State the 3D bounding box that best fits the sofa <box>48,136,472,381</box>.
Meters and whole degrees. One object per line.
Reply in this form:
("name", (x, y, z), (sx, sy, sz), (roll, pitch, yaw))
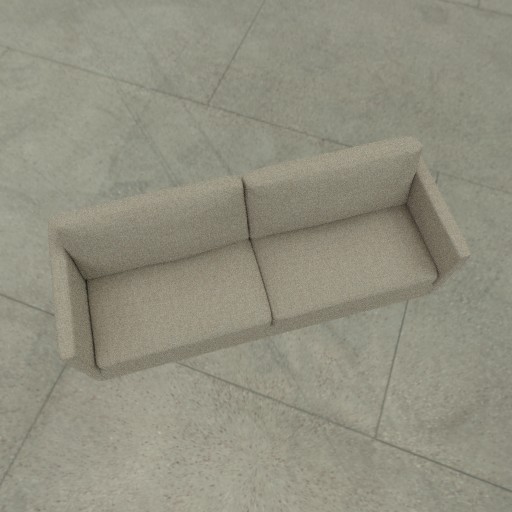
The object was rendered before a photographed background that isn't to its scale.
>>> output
("sofa", (0.000, 0.000, 2.906), (2.434, 0.965, 0.951), (-14, 66, -6))
